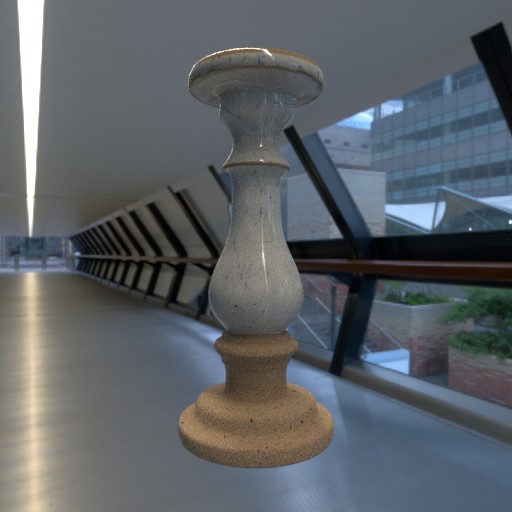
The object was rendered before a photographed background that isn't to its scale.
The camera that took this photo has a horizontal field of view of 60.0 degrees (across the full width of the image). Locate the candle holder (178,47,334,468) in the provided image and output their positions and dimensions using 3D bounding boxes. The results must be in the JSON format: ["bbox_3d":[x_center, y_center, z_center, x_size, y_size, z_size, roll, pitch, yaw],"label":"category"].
[{"bbox_3d":[0.000,0.000,0.252,0.088,0.203,0.088,0,1,0],"label":"candle holder"}]
